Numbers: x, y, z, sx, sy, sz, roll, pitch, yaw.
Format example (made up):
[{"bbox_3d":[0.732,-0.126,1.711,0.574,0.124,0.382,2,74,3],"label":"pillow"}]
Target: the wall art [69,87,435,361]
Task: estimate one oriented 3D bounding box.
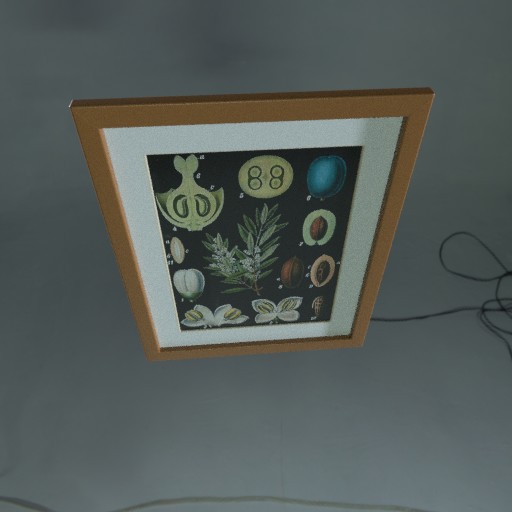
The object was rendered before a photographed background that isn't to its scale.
[{"bbox_3d":[0.000,0.000,0.510,0.310,0.379,0.015,-3,44,-3],"label":"wall art"}]
